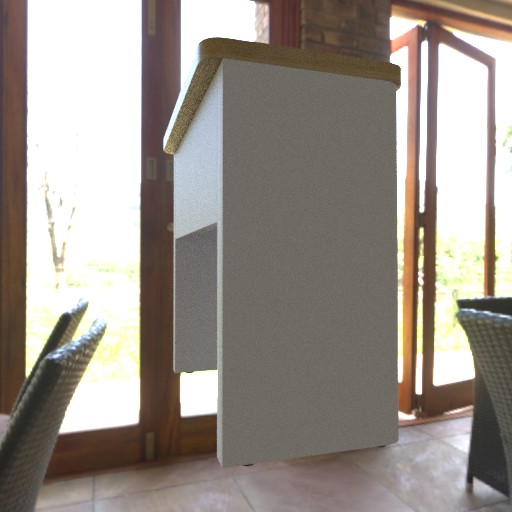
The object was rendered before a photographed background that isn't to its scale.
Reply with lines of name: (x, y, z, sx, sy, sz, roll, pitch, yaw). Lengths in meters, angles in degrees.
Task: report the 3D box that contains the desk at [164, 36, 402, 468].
desk: (0.000, 0.000, 1.220, 0.440, 0.790, 0.760, 0, -1, -17)
